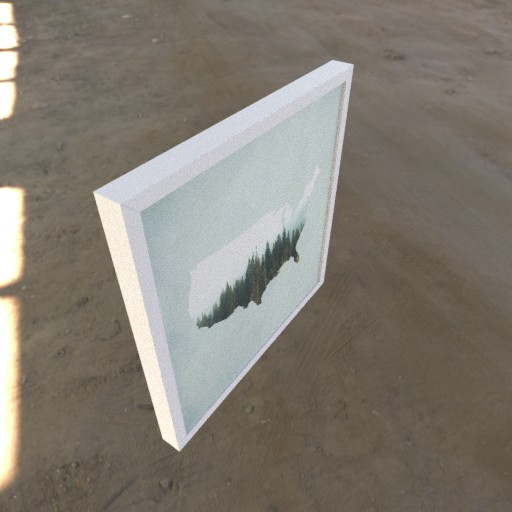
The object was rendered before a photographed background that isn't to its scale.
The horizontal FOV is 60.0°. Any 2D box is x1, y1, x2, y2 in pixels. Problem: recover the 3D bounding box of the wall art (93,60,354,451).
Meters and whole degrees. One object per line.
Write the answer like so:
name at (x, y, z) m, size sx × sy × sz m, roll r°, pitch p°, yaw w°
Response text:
wall art at (0.000, 0.000, 0.454) m, size 0.024 × 0.304 × 0.304 m, roll 25°, pitch 47°, yaw 26°
